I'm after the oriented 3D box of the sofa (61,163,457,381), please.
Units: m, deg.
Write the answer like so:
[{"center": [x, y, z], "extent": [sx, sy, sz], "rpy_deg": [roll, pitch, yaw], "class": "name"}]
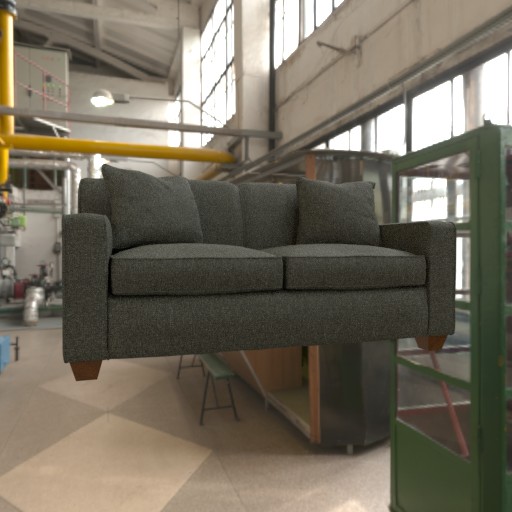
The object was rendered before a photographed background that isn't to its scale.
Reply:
[{"center": [0.000, 0.000, 2.387], "extent": [1.846, 0.958, 0.998], "rpy_deg": [0, 1, -18], "class": "sofa"}]
